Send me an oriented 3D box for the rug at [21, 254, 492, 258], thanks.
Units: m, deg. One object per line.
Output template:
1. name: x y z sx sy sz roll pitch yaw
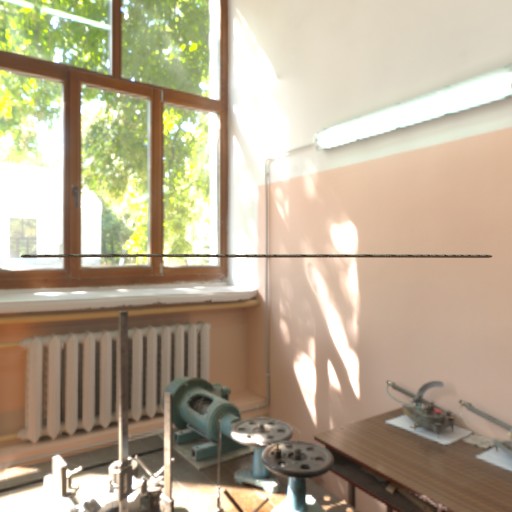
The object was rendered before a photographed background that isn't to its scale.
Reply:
1. rug: 0.000 0.000 2.665 2.439 0.020 0.773 0 0 0
